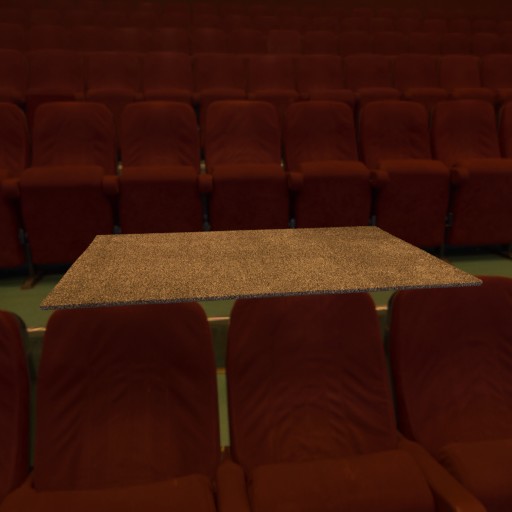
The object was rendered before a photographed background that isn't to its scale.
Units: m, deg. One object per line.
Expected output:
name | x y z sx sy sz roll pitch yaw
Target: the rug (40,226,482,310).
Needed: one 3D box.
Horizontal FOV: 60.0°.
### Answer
rug | 0.000 0.000 3.014 2.352 0.025 1.501 -2 16 -8
